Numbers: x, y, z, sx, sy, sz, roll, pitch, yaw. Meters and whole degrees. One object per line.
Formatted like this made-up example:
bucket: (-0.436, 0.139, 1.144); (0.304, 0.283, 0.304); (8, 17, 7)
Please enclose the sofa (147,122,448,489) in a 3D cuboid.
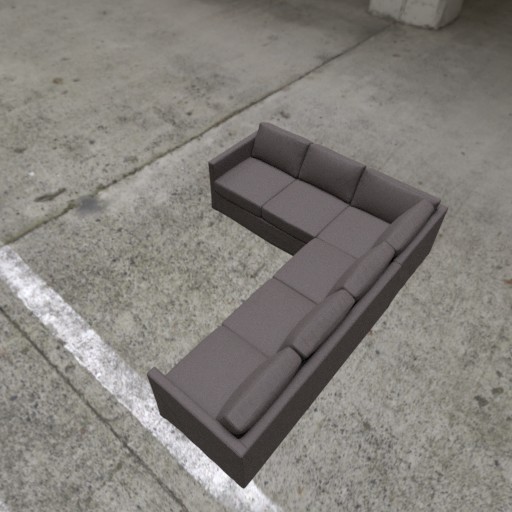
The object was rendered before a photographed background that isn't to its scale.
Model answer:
sofa: (0.000, 0.000, 4.333); (2.432, 0.871, 3.182); (32, 54, 26)
